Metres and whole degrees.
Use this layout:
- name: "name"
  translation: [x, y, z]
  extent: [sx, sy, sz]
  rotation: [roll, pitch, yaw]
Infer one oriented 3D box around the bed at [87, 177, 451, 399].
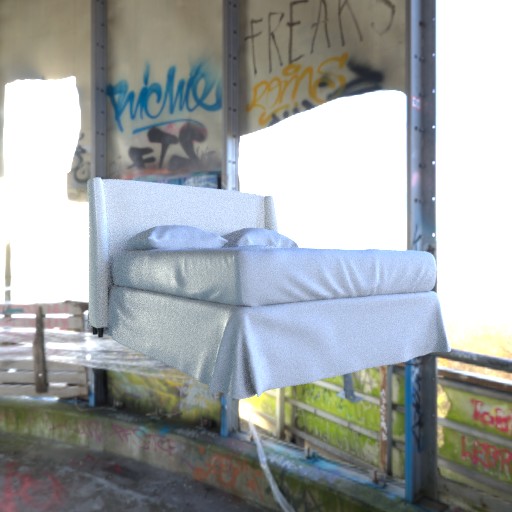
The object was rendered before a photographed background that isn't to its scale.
- name: "bed"
  translation: [0.000, 0.000, 3.392]
  extent: [1.925, 1.332, 2.276]
  rotation: [0, 0, -36]
